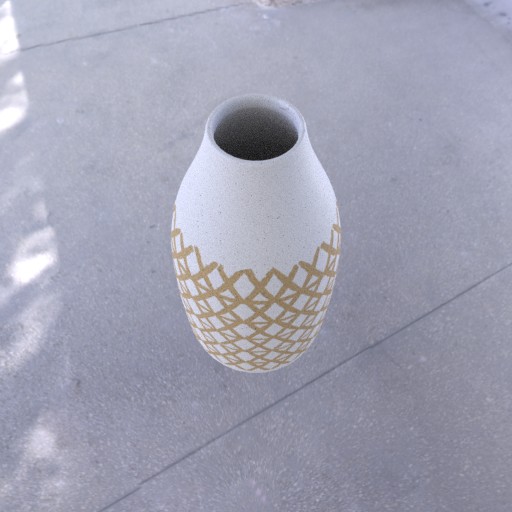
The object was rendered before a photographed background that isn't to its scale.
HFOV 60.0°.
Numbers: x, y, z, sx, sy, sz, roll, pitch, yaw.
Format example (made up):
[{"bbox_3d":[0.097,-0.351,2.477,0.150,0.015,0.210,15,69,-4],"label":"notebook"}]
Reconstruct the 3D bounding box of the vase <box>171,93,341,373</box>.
[{"bbox_3d":[0.000,0.000,0.495,0.186,0.380,0.186,0,59,0],"label":"vase"}]
